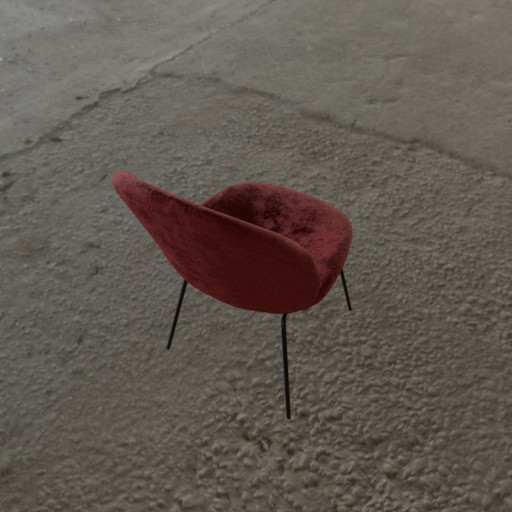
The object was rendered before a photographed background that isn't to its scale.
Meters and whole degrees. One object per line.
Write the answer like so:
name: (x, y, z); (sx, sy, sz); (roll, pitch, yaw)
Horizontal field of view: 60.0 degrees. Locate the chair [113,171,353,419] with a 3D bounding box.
chair: (0.000, 0.000, 1.178); (0.458, 0.791, 0.587); (24, 51, 21)
